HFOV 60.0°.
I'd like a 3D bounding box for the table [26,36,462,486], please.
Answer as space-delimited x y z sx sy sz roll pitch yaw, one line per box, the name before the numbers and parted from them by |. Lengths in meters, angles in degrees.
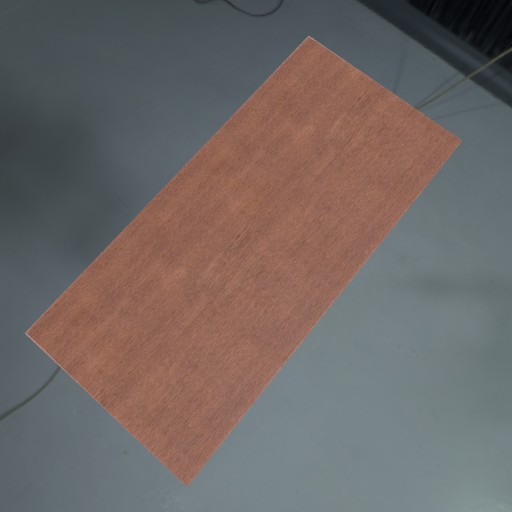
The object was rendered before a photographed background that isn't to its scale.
table | 0.000 0.000 1.258 0.483 0.457 1.016 39 79 9
